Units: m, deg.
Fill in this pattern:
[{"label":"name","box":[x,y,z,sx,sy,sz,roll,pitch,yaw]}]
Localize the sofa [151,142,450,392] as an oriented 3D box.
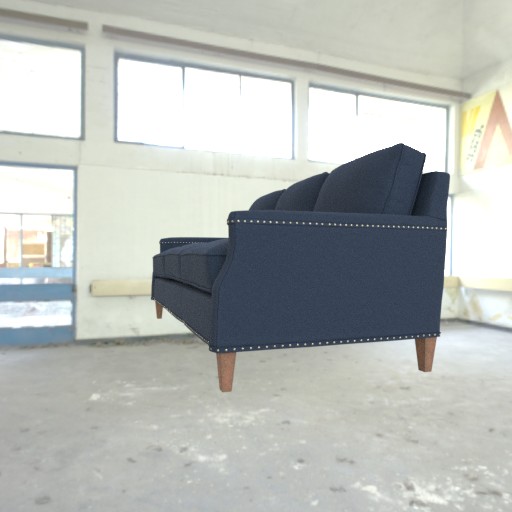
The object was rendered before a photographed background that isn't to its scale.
[{"label":"sofa","box":[0.000,0.000,2.775,1.084,1.003,2.246,0,0,-19]}]
